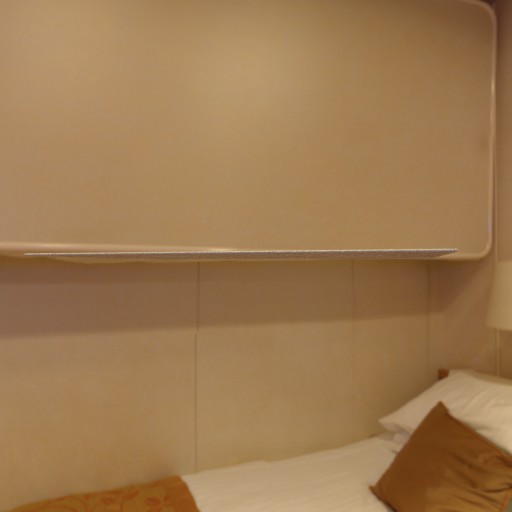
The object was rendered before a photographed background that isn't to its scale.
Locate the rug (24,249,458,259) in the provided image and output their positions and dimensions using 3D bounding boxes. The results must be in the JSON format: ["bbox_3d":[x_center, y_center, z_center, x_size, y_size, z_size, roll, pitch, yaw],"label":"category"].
[{"bbox_3d":[0.000,0.000,3.684,2.878,0.014,2.005,0,-1,19],"label":"rug"}]
